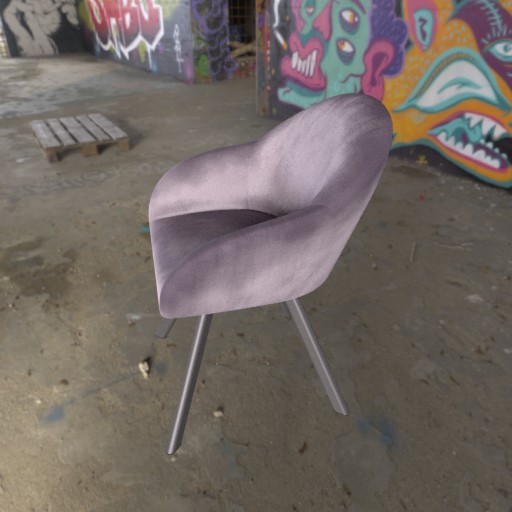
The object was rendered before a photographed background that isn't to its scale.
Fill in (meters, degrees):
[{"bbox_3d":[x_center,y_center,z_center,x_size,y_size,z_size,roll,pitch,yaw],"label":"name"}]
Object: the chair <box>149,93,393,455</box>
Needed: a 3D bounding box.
[{"bbox_3d":[0.000,0.000,1.182,0.590,0.795,0.550,-7,31,-13],"label":"chair"}]
